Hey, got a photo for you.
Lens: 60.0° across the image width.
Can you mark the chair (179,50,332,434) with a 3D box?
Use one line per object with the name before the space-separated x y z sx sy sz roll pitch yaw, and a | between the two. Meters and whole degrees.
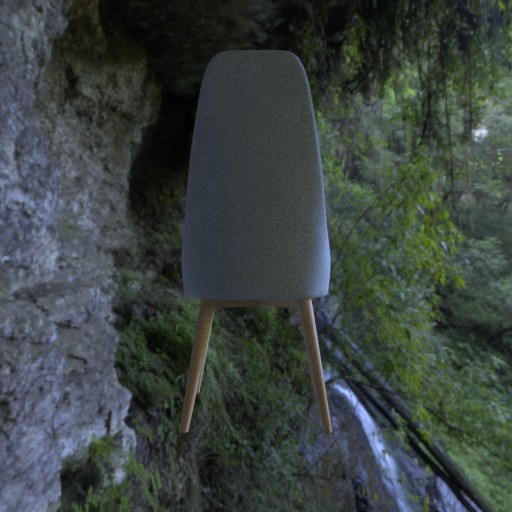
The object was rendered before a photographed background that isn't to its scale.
chair | 0.000 0.000 1.443 0.510 1.040 0.660 0 -2 0
